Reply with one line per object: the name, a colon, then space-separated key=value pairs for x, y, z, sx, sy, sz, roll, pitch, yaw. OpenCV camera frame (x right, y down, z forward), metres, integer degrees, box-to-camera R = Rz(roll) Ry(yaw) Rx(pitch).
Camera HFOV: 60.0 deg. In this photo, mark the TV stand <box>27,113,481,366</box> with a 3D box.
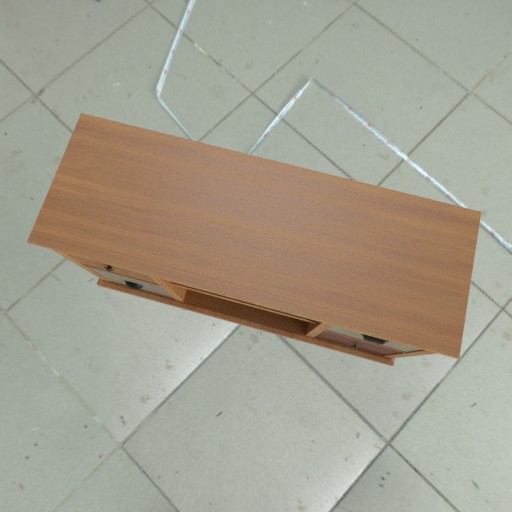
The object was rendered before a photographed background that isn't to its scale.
TV stand: x=0.000 y=0.000 z=1.498 sx=1.181 sy=0.607 sz=0.417 roll=15 pitch=76 yaw=4
